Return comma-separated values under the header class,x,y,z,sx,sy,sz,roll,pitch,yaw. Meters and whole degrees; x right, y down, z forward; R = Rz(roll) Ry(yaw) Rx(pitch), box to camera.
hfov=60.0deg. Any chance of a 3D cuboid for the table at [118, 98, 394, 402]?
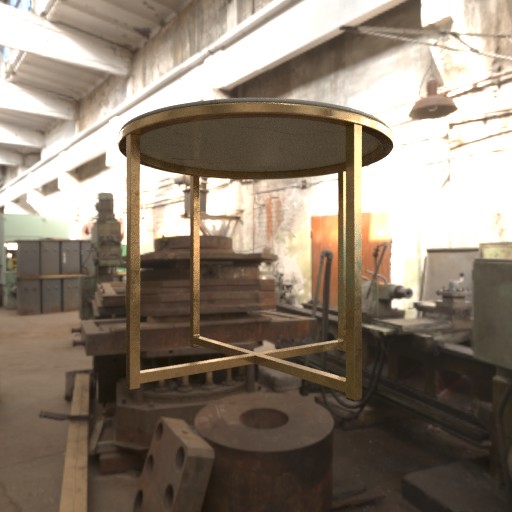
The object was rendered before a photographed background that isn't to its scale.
class,x,y,z,sx,sy,sz,roll,pitch,yaw
table,0.000,0.000,0.840,0.500,0.420,0.500,0,0,0
